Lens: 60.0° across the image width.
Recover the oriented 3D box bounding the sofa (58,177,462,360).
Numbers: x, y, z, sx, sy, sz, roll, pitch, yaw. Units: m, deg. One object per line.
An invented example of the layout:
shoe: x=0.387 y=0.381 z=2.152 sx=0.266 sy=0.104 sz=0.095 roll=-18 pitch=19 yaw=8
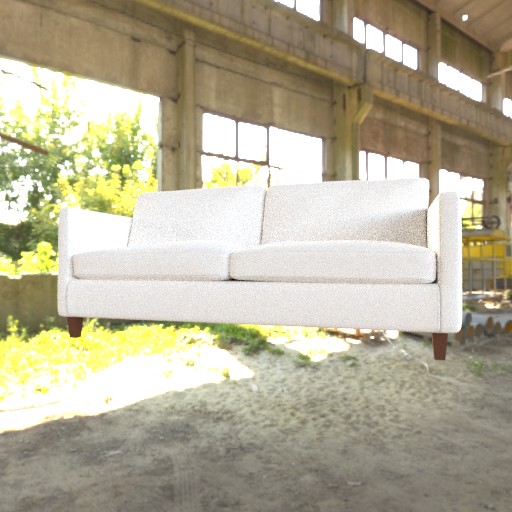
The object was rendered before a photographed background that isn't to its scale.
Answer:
sofa: x=0.000 y=0.000 z=2.633 sx=2.139 sy=0.933 sz=0.924 roll=0 pitch=-1 yaw=17
